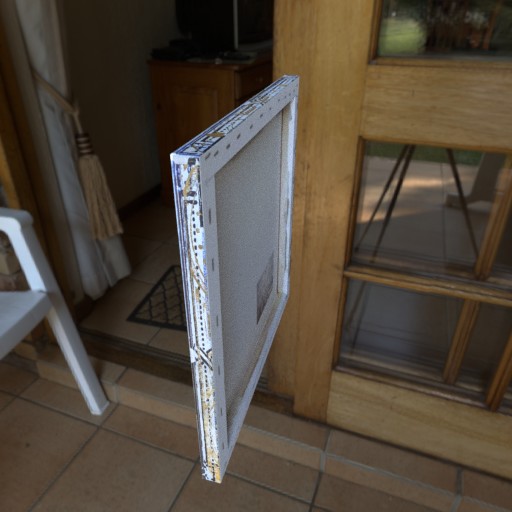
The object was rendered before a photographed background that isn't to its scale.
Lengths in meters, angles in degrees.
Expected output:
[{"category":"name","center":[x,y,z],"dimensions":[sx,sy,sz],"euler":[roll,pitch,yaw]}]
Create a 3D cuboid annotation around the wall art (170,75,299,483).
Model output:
[{"category":"wall art","center":[0.000,0.000,0.906],"dimensions":[0.036,0.607,0.609],"euler":[8,31,13]}]
